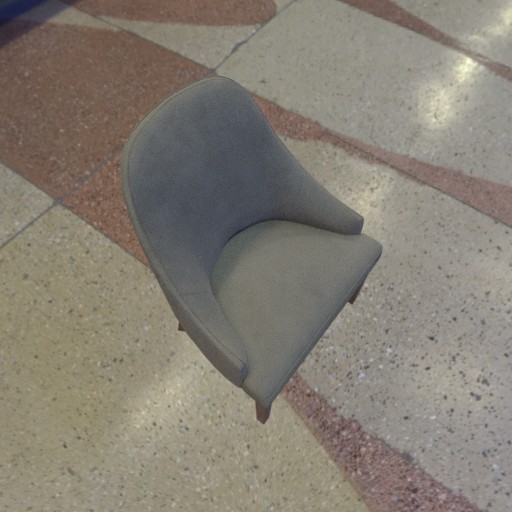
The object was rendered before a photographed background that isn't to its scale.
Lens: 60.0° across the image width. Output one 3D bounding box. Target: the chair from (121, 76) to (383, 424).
[{"bbox_3d":[0.000,0.000,1.347,0.575,0.889,0.643,34,64,19],"label":"chair"}]
